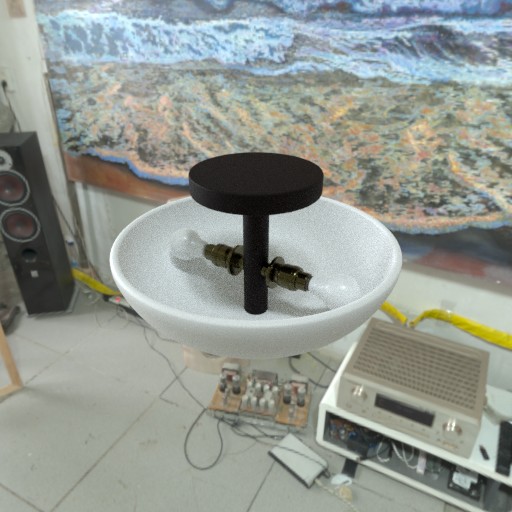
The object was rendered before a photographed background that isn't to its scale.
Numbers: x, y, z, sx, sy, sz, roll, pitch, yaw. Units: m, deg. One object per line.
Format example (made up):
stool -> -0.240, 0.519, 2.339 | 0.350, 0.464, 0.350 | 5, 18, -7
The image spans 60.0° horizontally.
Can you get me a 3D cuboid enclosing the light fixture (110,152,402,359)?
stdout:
light fixture -> 0.000, 0.000, 0.531 | 0.331, 0.212, 0.331 | 0, 29, 0
